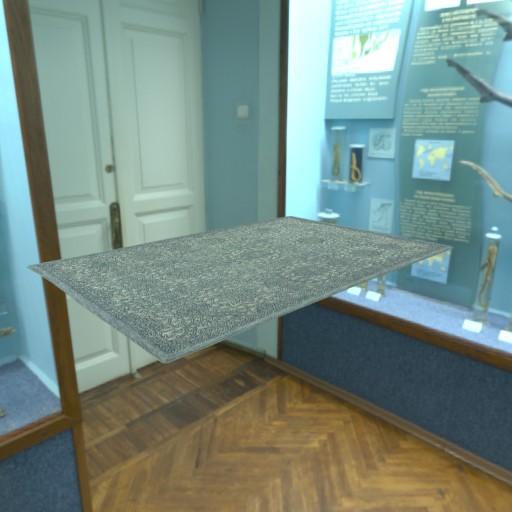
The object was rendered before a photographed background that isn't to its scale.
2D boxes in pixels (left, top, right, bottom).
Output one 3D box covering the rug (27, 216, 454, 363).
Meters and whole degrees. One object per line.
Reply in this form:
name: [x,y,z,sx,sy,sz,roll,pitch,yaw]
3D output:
rug: [0.000,0.000,2.256,1.830,0.016,1.224,-14,22,-41]
